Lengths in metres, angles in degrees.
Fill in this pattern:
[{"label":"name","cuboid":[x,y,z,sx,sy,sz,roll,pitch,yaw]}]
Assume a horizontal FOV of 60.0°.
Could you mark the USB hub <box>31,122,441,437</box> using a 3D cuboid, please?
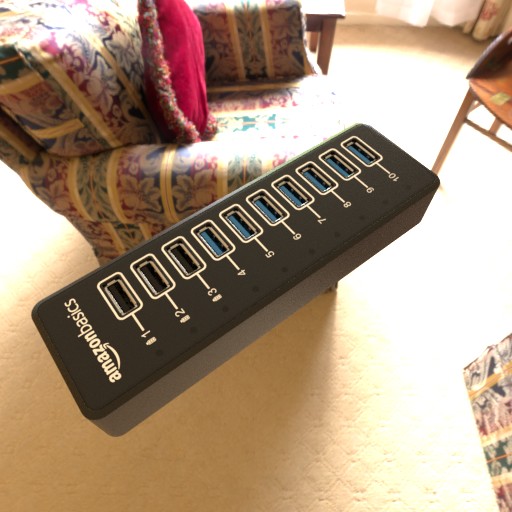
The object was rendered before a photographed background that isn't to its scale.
[{"label":"USB hub","cuboid":[0.000,0.000,0.160,0.145,0.023,0.044,-32,63,-19]}]
